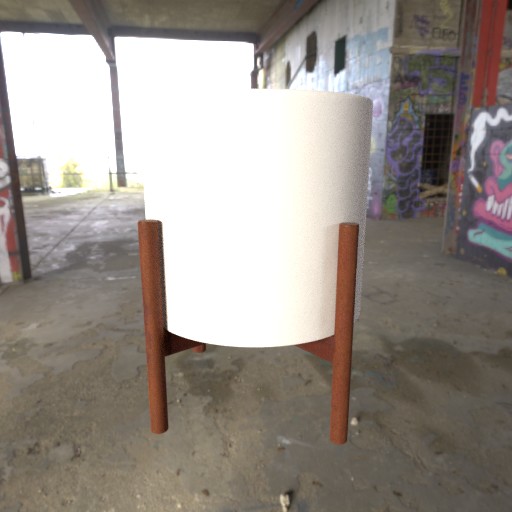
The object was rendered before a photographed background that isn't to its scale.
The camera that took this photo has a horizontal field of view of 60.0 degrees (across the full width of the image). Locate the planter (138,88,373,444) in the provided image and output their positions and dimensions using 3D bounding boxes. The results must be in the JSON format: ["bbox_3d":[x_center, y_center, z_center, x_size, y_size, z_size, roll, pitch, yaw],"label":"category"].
[{"bbox_3d":[0.000,0.000,0.888,0.421,0.581,0.420,2,14,8],"label":"planter"}]
